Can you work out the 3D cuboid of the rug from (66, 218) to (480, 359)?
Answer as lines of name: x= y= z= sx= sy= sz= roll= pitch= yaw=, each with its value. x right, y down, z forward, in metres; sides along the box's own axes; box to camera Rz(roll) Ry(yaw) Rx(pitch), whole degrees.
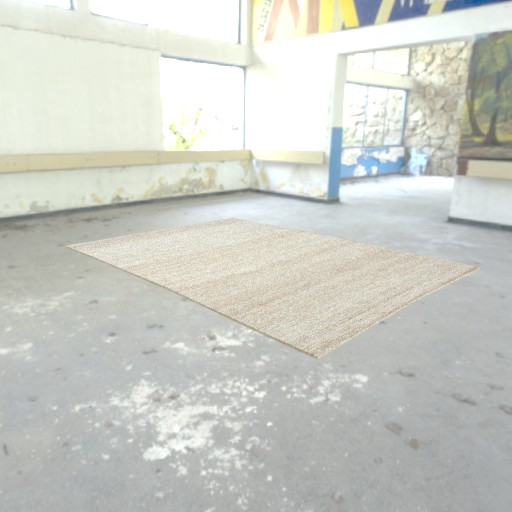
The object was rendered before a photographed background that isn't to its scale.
rug: x=0.000 y=0.000 z=2.927 sx=1.596 sy=0.030 sz=2.283 roll=-14 pitch=21 yaw=-42
